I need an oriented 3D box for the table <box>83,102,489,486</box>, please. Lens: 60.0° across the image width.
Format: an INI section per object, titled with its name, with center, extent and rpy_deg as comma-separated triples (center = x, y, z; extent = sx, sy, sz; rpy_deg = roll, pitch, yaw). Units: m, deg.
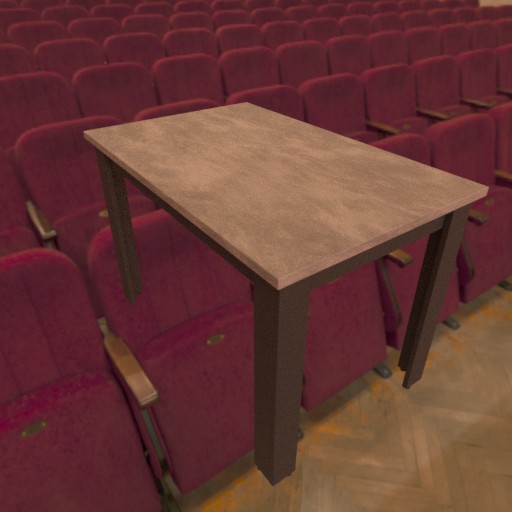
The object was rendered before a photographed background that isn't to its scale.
[table]
center = 0.000, 0.000, 1.552
extent = 0.700, 0.734, 1.100
rpy_deg = -21, 38, -30
